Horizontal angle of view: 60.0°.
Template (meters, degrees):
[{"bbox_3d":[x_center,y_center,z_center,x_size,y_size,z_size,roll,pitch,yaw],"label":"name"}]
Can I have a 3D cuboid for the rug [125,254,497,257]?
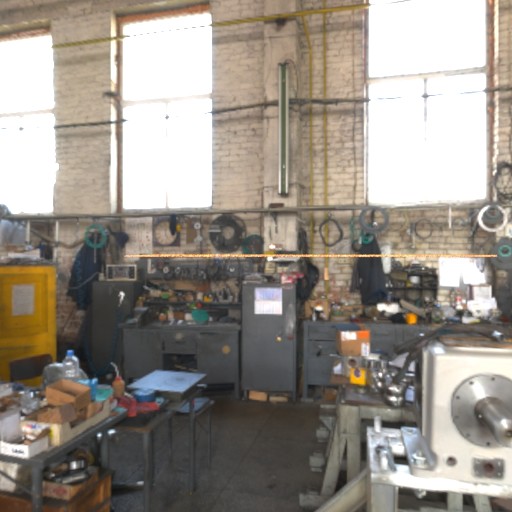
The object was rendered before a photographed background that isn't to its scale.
[{"bbox_3d":[0.000,0.000,2.146,1.143,0.006,1.747,0,0,-19],"label":"rug"}]
